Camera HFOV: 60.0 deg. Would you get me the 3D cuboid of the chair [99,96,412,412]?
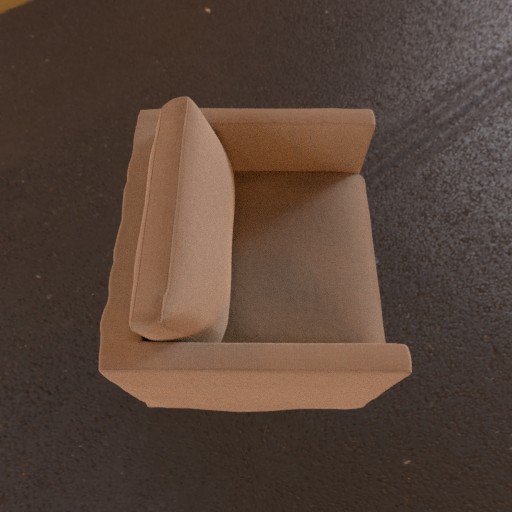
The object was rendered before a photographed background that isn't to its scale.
[{"bbox_3d":[0.000,0.000,1.740,0.949,0.867,1.057,0,63,0],"label":"chair"}]
